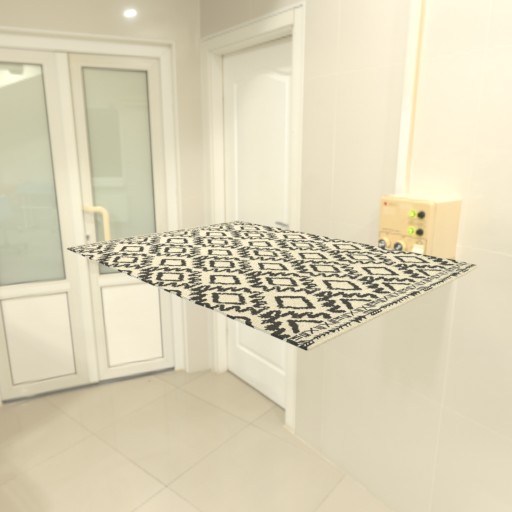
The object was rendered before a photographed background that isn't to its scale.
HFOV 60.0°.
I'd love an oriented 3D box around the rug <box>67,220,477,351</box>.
[{"bbox_3d":[0.000,0.000,4.385,2.444,0.036,3.369,-13,20,-42],"label":"rug"}]
